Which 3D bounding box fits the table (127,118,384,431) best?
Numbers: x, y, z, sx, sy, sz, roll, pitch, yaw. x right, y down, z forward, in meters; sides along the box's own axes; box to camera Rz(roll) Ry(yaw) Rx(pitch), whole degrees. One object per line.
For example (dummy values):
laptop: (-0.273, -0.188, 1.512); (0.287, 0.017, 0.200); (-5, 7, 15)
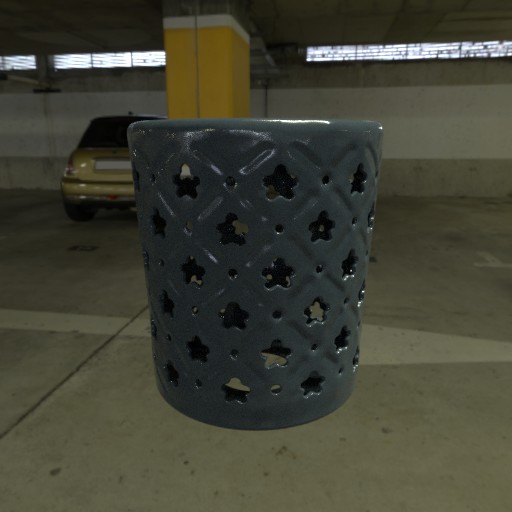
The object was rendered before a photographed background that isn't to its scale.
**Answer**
table: (0.000, 0.000, 0.669); (0.352, 0.387, 0.352); (0, 14, 0)
